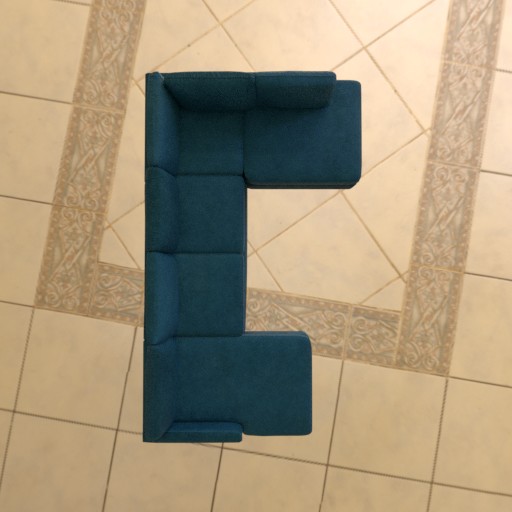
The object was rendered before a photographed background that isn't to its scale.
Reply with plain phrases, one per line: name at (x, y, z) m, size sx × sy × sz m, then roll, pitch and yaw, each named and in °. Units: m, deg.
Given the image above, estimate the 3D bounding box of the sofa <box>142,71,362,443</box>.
sofa at (0.000, 0.000, 4.279) m, size 2.055 × 0.992 × 3.434 m, roll 0°, pitch 88°, yaw 0°
